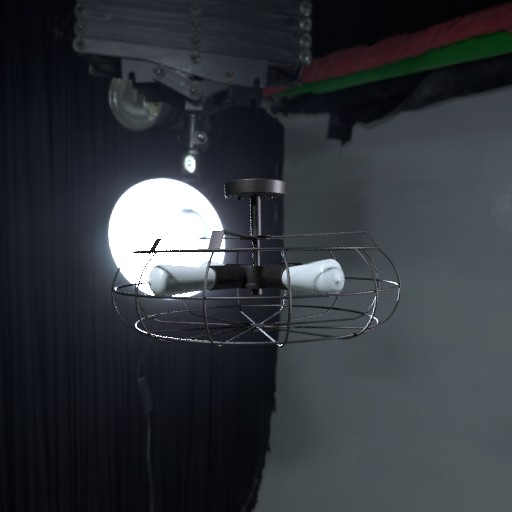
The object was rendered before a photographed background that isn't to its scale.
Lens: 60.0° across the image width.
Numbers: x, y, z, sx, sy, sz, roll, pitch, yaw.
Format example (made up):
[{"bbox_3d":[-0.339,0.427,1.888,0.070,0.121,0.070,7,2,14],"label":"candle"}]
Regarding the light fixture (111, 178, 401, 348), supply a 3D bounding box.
[{"bbox_3d":[0.000,0.000,0.946,0.582,0.311,0.582,0,1,0],"label":"light fixture"}]
